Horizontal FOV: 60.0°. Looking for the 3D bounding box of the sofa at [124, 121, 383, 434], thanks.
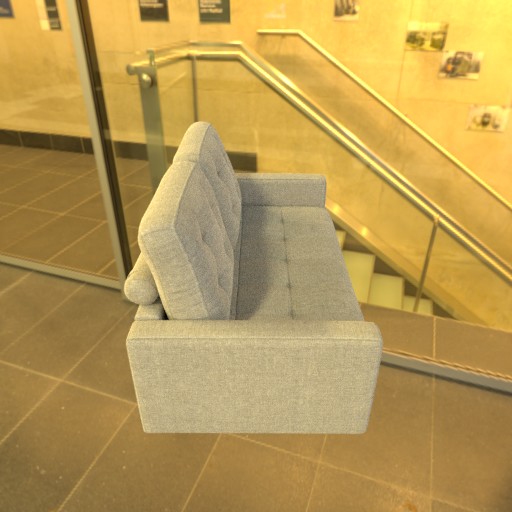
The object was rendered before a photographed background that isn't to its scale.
[{"bbox_3d":[0.000,0.000,1.980,0.842,0.907,1.407,0,31,0],"label":"sofa"}]
